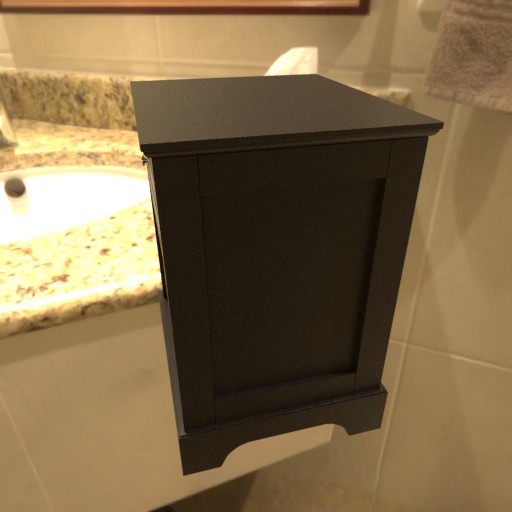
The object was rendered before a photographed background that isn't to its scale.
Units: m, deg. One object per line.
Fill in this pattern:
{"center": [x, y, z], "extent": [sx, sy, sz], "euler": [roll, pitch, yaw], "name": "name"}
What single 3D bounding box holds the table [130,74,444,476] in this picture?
{"center": [0.000, 0.000, 0.891], "extent": [0.399, 0.610, 0.460], "euler": [-8, 31, -13], "name": "table"}
